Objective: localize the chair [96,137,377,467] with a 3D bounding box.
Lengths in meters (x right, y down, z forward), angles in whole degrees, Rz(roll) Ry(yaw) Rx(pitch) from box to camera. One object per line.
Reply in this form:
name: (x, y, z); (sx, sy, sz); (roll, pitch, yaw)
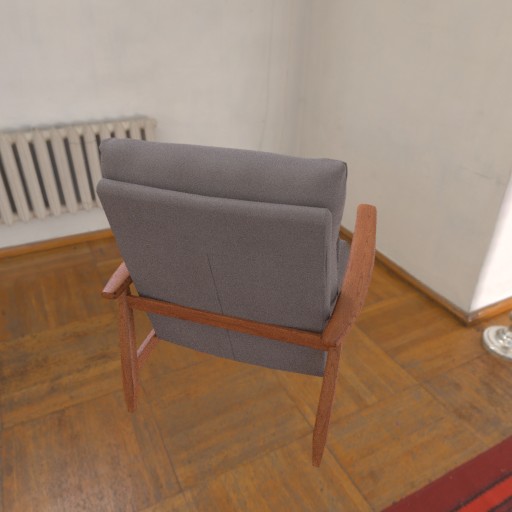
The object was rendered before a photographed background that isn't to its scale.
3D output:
chair: (0.000, 0.000, 1.522); (0.782, 0.922, 0.816); (10, 33, 15)
